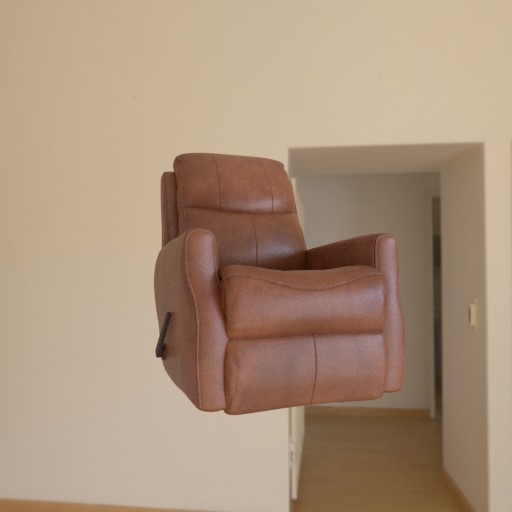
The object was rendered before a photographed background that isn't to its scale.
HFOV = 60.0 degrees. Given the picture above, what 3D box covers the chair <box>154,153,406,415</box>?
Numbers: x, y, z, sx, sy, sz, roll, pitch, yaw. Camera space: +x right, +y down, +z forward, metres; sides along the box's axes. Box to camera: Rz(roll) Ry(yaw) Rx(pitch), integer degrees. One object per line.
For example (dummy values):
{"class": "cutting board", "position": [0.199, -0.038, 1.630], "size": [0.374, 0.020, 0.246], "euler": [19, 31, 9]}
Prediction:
{"class": "chair", "position": [0.000, 0.000, 1.828], "size": [0.821, 1.016, 1.072], "euler": [0, -1, -19]}
